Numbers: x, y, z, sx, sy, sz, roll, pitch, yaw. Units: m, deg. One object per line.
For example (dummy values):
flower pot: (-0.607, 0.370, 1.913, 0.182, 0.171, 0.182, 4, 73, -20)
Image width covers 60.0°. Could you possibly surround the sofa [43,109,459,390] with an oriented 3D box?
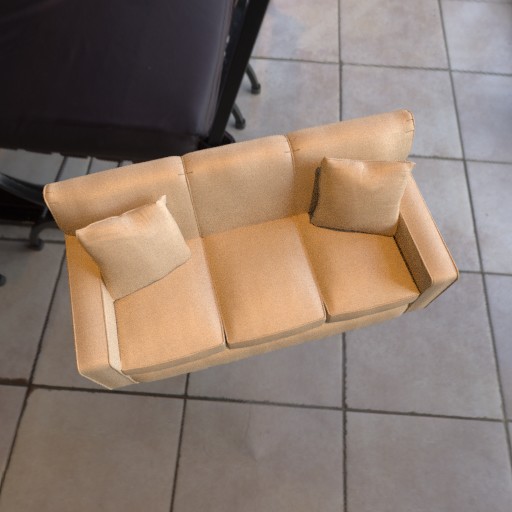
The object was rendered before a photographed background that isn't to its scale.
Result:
sofa: (0.000, 0.000, 2.560, 2.024, 0.958, 0.997, -13, 66, -6)
